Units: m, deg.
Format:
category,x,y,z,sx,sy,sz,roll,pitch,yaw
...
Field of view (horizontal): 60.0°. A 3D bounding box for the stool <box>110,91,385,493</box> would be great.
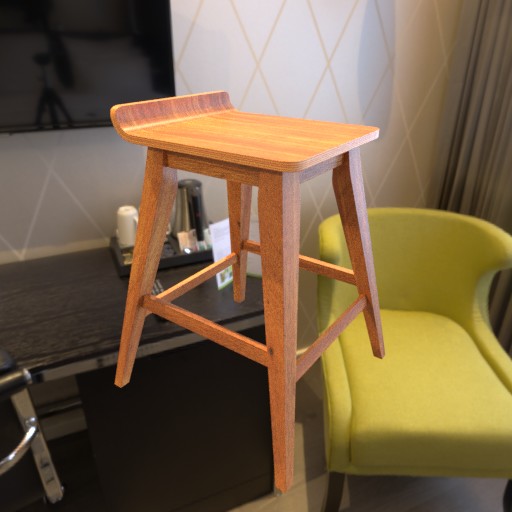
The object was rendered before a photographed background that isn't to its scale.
category,x,y,z,sx,sy,sz,roll,pitch,yaw
stool,0.000,0.000,1.001,0.500,0.650,0.500,18,31,32
